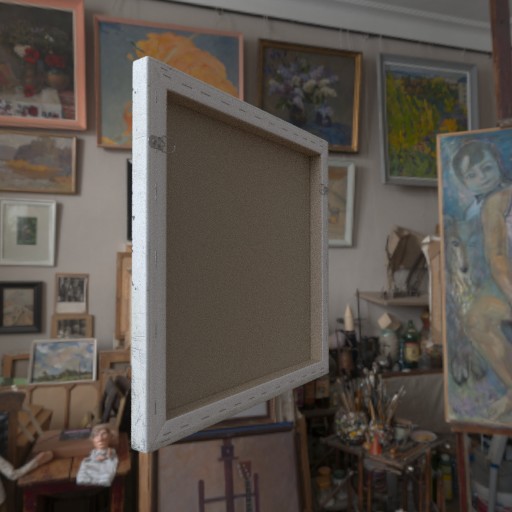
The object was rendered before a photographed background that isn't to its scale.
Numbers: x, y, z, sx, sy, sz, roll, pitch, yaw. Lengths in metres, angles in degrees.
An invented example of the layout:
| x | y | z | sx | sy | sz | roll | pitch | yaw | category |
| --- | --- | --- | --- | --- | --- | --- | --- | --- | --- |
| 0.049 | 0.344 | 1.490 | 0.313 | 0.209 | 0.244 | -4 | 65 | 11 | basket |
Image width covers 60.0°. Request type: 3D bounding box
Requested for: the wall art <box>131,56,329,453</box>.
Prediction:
| x | y | z | sx | sy | sz | roll | pitch | yaw | category |
| --- | --- | --- | --- | --- | --- | --- | --- | --- | --- |
| 0.000 | 0.000 | 0.930 | 0.040 | 0.611 | 0.610 | -1 | -1 | 36 | wall art |
